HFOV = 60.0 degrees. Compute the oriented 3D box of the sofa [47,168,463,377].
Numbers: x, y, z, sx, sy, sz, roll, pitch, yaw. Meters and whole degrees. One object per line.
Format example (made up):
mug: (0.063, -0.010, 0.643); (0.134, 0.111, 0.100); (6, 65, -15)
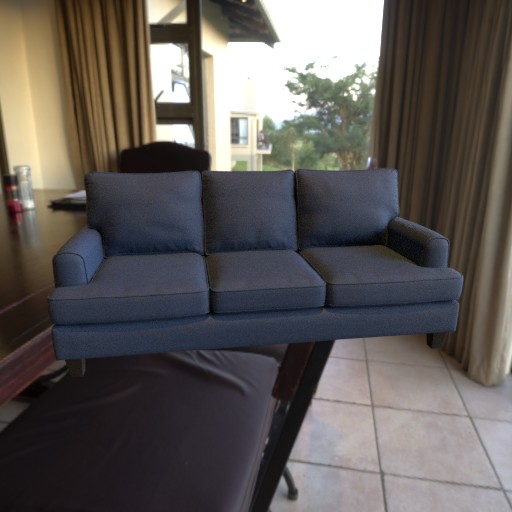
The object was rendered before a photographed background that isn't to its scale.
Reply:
sofa: (0.000, 0.000, 2.654); (2.158, 0.965, 0.951); (-2, 17, -8)
